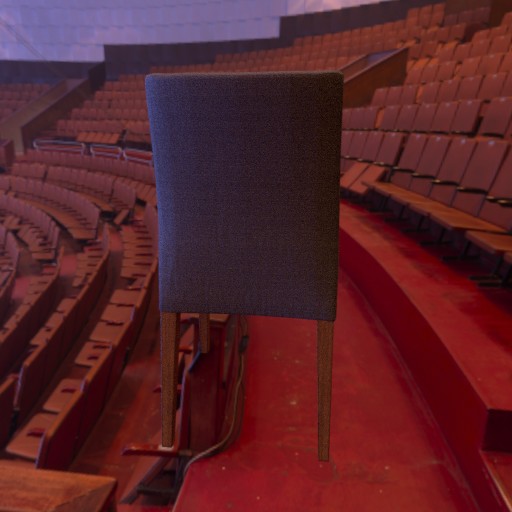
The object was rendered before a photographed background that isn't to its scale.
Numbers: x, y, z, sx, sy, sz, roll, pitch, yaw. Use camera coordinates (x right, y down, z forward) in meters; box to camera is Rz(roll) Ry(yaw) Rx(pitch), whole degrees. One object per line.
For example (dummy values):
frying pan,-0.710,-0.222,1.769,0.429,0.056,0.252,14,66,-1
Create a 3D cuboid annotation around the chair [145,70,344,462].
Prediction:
chair,0.000,0.000,1.290,0.496,0.940,0.585,2,16,7
